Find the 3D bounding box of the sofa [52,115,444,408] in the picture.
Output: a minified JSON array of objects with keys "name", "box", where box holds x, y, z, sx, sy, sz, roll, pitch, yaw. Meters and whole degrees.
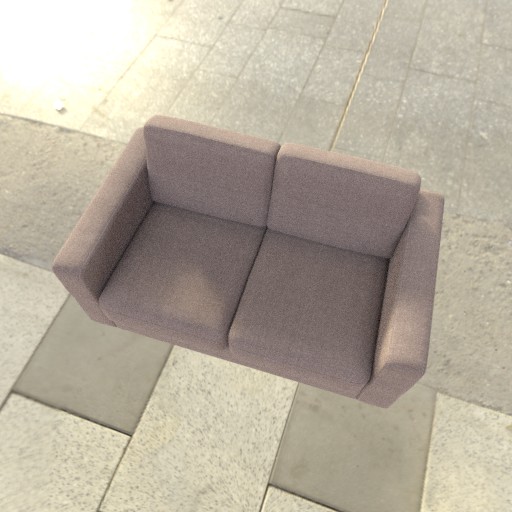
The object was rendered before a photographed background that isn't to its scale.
[{"name":"sofa","box":[0.000,0.000,2.025,1.520,0.800,0.900,15,60,9]}]
